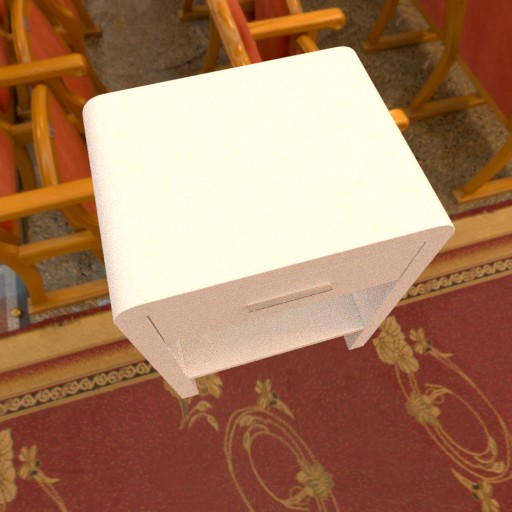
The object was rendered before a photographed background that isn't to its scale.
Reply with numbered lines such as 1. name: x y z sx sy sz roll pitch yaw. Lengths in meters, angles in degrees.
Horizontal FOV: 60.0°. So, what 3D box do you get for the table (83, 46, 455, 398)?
1. table: 0.000 0.000 0.861 0.450 0.590 0.350 -14 64 -7
